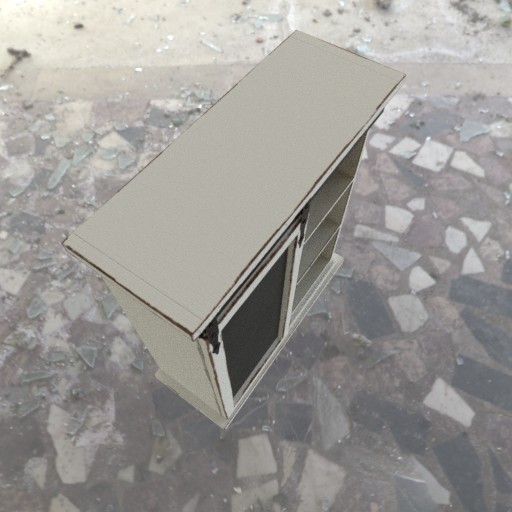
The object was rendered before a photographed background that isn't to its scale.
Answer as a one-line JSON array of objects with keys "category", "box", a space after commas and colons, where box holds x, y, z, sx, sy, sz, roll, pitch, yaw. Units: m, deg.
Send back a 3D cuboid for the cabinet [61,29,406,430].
[{"category": "cabinet", "box": [0.000, 0.000, 0.889, 0.210, 0.603, 0.541, 31, 64, 17]}]
